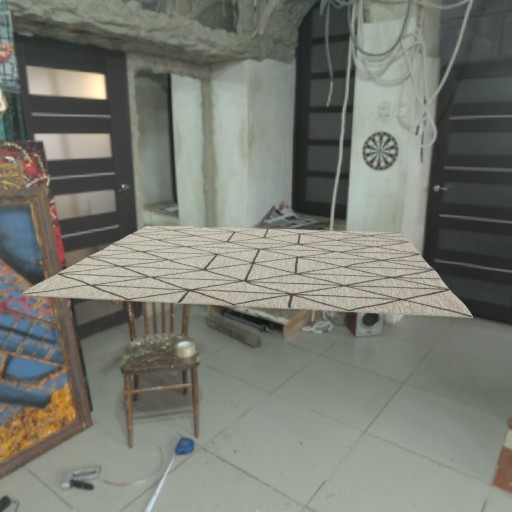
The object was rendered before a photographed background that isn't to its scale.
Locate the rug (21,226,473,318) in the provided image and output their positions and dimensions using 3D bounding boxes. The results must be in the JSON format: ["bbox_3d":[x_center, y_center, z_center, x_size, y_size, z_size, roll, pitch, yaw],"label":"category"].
[{"bbox_3d":[0.000,0.000,4.102,3.061,0.022,2.468,2,16,7],"label":"rug"}]
